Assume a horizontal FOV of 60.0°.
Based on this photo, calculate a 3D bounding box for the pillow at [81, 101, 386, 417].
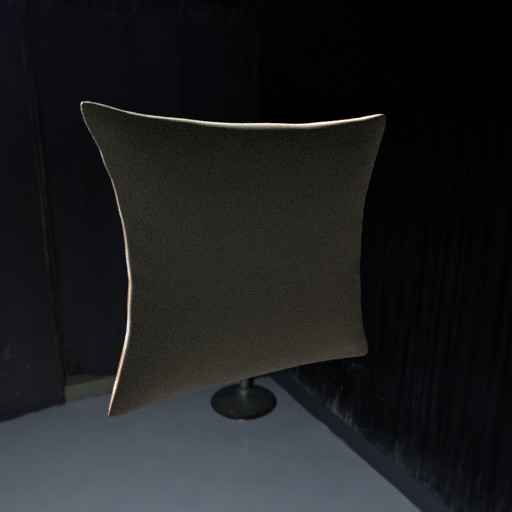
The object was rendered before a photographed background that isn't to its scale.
[{"bbox_3d":[0.000,0.000,0.803,0.552,0.508,0.166,-7,15,-25],"label":"pillow"}]
